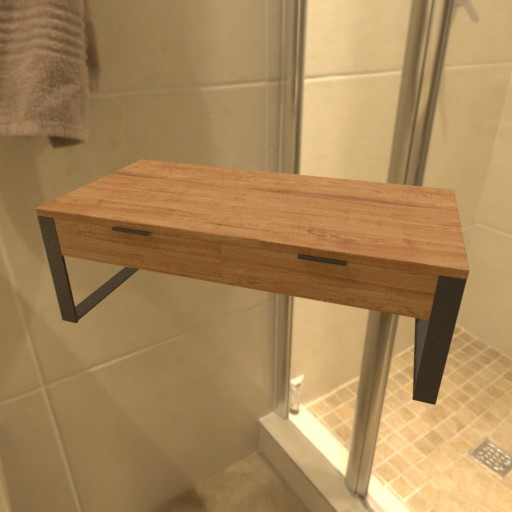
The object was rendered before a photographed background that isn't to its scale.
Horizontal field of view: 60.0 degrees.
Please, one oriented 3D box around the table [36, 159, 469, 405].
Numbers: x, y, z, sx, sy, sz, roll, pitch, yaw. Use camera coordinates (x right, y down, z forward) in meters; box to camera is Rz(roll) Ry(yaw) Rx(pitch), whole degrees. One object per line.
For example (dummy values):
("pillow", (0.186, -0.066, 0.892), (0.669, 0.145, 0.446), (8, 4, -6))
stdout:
("table", (0.000, 0.000, 1.470), (1.180, 0.400, 0.590), (9, 28, 17))
